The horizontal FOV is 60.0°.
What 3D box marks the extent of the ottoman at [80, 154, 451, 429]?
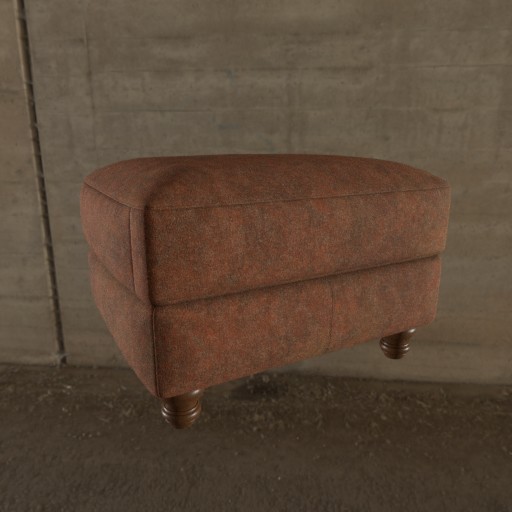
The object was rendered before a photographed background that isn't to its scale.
[{"bbox_3d":[0.000,0.000,1.139,0.787,0.508,0.635,-8,17,-28],"label":"ottoman"}]
